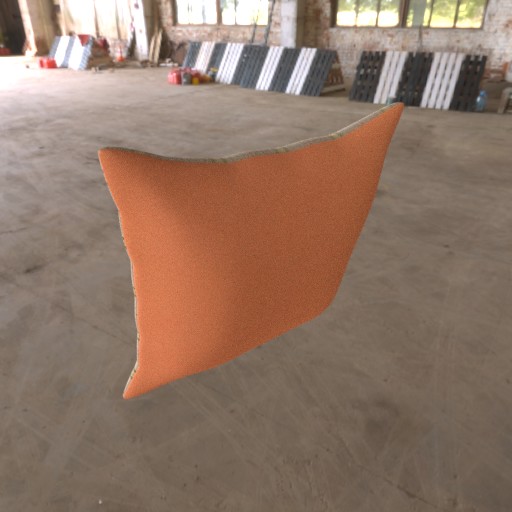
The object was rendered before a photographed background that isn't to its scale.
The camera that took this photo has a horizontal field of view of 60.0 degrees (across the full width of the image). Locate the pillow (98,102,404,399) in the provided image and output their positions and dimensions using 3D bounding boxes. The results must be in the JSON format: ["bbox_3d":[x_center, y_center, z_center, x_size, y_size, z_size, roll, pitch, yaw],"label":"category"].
[{"bbox_3d":[0.000,0.000,0.683,0.453,0.430,0.200,-19,34,-31],"label":"pillow"}]
